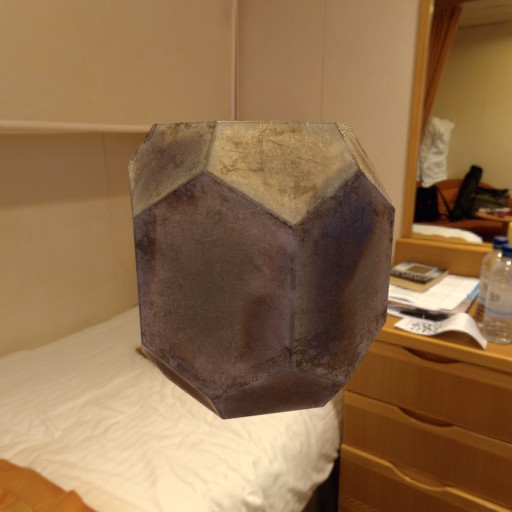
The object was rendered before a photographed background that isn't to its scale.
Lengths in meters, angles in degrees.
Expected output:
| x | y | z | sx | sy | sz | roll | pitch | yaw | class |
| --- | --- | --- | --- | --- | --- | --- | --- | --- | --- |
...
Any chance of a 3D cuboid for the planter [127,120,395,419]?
| x | y | z | sx | sy | sz | roll | pitch | yaw | class |
| --- | --- | --- | --- | --- | --- | --- | --- | --- | --- |
| 0.000 | 0.000 | 0.417 | 0.221 | 0.238 | 0.243 | -3 | 15 | -12 | planter |
